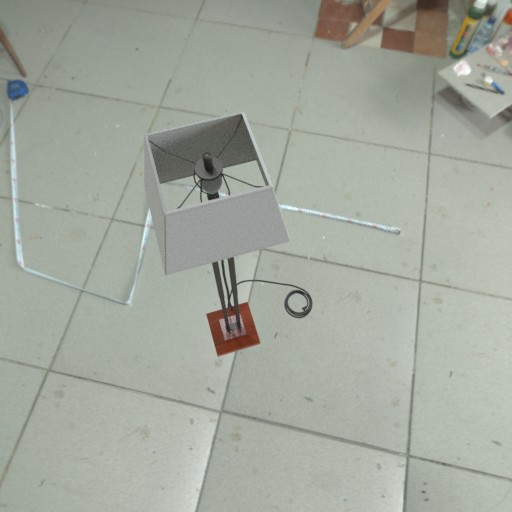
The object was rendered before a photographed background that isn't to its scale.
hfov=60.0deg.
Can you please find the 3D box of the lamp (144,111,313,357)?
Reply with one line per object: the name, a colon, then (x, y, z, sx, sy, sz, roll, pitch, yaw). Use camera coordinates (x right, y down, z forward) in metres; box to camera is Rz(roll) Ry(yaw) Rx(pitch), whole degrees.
lamp: (0.000, 0.000, 2.046, 0.745, 1.712, 0.472, -15, 65, -7)
